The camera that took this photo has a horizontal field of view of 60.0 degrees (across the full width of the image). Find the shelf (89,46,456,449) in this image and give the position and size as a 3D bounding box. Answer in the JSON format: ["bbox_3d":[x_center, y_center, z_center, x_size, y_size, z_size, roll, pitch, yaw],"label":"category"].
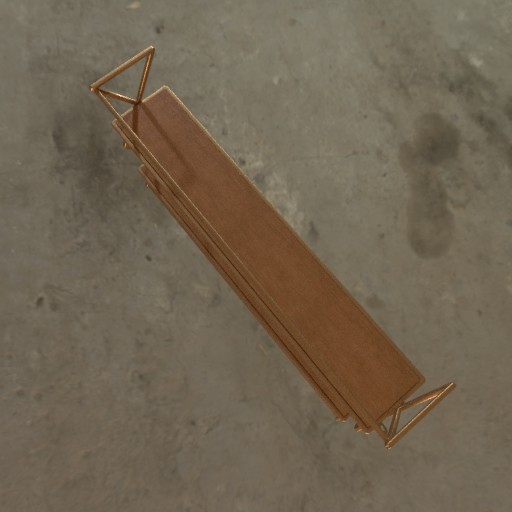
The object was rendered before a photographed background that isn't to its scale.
[{"bbox_3d":[0.000,0.000,0.984,0.150,0.450,0.822,-38,78,-9],"label":"shelf"}]
